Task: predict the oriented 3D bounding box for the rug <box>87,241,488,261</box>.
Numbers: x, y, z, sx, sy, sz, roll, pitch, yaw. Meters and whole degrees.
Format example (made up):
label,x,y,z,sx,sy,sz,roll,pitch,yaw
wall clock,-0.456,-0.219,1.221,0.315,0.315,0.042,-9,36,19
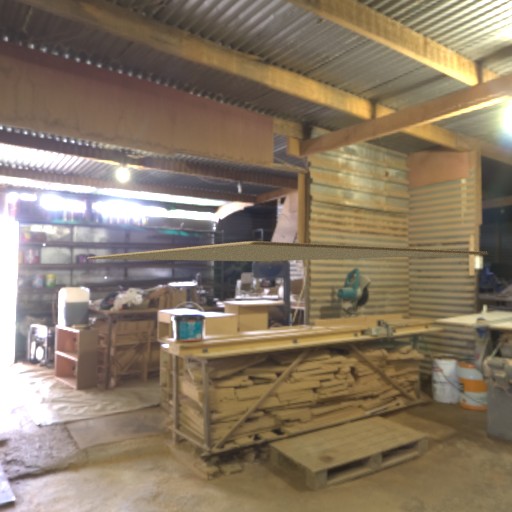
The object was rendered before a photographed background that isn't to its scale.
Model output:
label,x,y,z,sx,sy,sz,roll,pitch,yaw
rug,0.000,0.000,2.763,1.517,0.013,2.115,1,-2,-35
